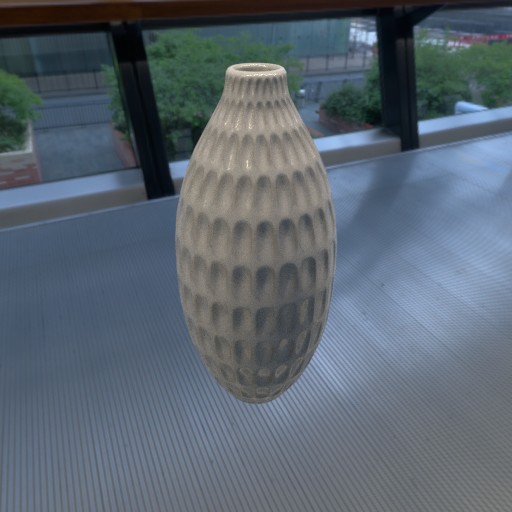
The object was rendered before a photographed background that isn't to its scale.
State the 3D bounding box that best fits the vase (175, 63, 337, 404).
[{"bbox_3d":[0.000,0.000,0.355,0.127,0.282,0.127,0,32,0],"label":"vase"}]
